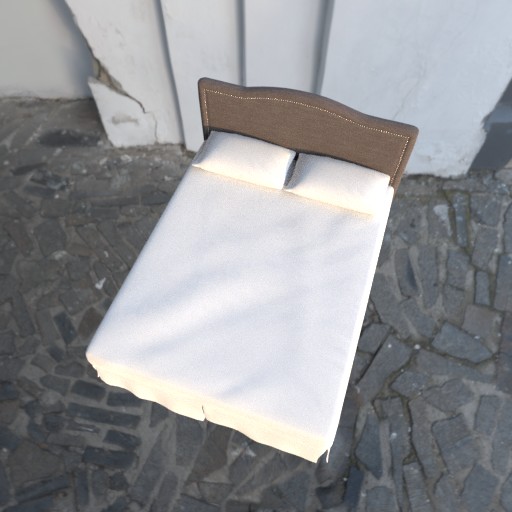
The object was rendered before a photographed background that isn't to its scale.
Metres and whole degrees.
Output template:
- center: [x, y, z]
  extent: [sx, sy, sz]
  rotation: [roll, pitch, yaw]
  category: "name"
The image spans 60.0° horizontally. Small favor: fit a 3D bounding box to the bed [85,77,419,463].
- center: [0.000, 0.000, 3.881]
  extent: [2.161, 1.457, 2.689]
  rotation: [17, 60, 10]
  category: "bed"
